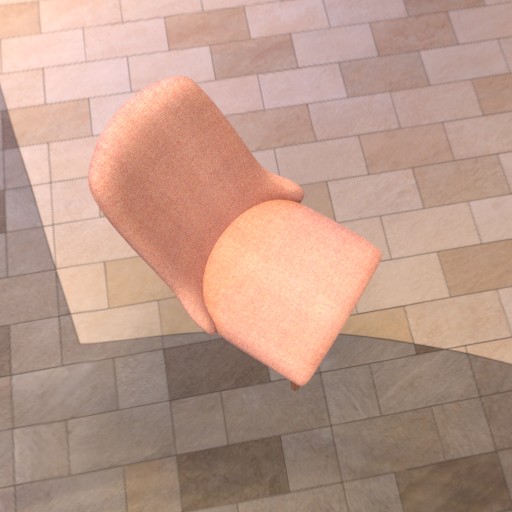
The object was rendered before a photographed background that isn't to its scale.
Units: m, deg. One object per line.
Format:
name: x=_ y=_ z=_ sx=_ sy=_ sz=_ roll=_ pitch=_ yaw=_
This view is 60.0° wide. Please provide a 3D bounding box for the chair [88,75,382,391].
chair: x=0.000 y=0.000 z=1.322 sx=0.707 sy=0.918 sz=0.535 roll=33 pitch=78 yaw=8
